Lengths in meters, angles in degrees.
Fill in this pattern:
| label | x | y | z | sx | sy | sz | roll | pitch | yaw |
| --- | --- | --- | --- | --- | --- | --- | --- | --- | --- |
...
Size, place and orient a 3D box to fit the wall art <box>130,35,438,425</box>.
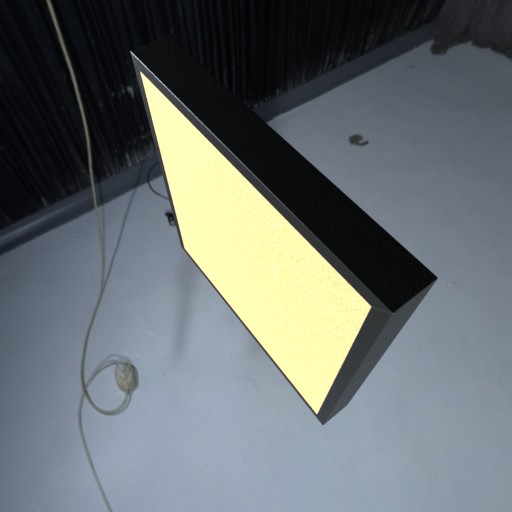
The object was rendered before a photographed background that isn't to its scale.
| label | x | y | z | sx | sy | sz | roll | pitch | yaw |
| --- | --- | --- | --- | --- | --- | --- | --- | --- | --- |
| wall art | 0.000 | 0.000 | 0.446 | 0.038 | 0.304 | 0.304 | -33 | 63 | -19 |
